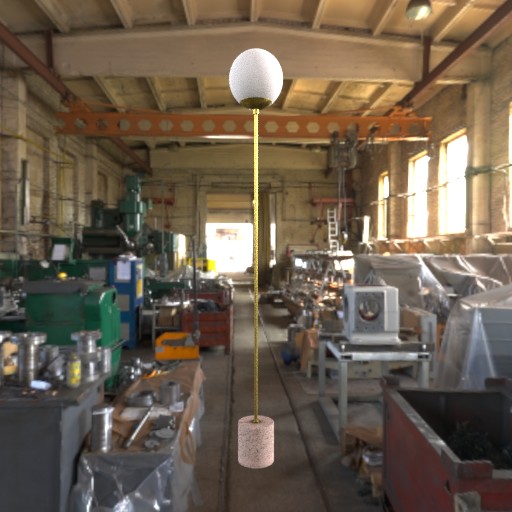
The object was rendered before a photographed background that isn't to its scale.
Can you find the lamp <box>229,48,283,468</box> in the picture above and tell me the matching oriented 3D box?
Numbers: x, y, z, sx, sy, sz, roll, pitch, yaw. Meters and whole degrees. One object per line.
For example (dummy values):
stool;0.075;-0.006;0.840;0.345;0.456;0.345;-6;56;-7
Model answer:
lamp;0.000;0.000;1.895;0.229;1.748;0.229;0;0;-36
